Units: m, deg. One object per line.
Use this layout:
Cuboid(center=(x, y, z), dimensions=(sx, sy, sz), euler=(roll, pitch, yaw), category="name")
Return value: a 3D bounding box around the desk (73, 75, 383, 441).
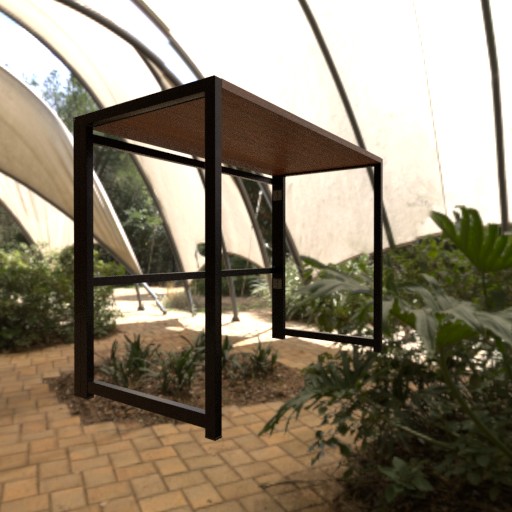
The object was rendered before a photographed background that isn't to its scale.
Cuboid(center=(0.000, 0.000, 1.479), dimensions=(0.508, 0.762, 1.016), euler=(0, 1, 35), category="desk")
